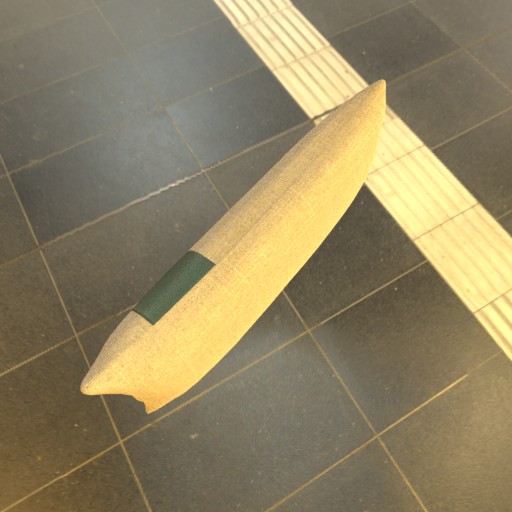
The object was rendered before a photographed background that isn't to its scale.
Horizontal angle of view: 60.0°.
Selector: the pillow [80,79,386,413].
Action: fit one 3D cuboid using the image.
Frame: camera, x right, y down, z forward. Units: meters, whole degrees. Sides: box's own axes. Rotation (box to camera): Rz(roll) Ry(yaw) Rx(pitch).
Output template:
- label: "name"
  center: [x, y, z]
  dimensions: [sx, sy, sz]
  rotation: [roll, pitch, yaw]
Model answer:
- label: "pillow"
  center: [0.000, 0.000, 1.021]
  dimensions: [0.197, 0.429, 0.859]
  rotation: [37, 70, 16]
